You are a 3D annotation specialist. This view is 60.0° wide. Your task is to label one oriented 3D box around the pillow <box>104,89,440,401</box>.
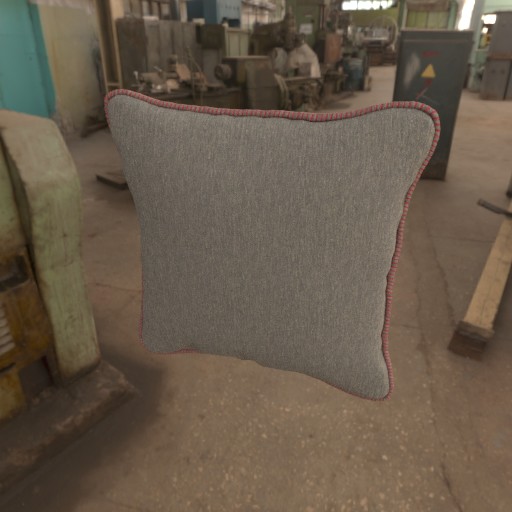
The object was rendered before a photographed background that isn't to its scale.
[{"bbox_3d":[0.000,0.000,0.711,0.482,0.491,0.124,8,28,15],"label":"pillow"}]
